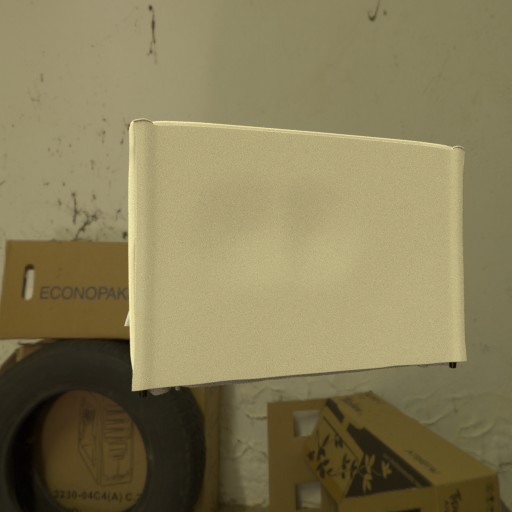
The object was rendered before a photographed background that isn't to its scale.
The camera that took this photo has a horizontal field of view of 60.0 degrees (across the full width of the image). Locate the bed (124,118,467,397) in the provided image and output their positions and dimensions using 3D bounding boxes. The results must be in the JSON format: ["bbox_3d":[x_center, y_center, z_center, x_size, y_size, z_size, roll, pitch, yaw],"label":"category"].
[{"bbox_3d":[0.000,0.000,3.410,1.925,1.332,2.276,0,0,-17],"label":"bed"}]
